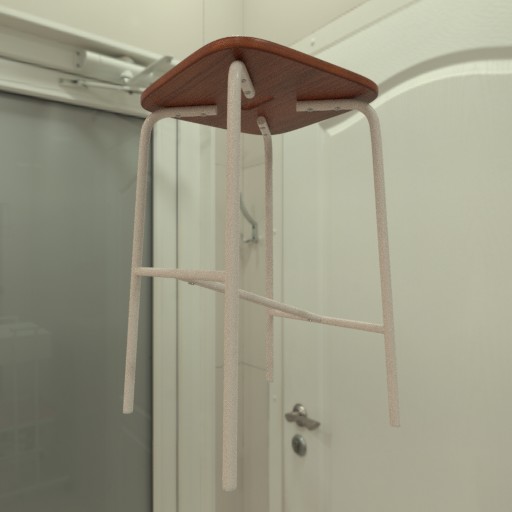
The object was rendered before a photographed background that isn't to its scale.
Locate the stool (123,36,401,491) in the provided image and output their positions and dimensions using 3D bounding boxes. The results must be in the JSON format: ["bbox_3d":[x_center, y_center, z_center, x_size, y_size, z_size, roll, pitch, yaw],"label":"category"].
[{"bbox_3d":[0.000,0.000,0.833,0.376,0.610,0.376,0,0,-37],"label":"stool"}]
